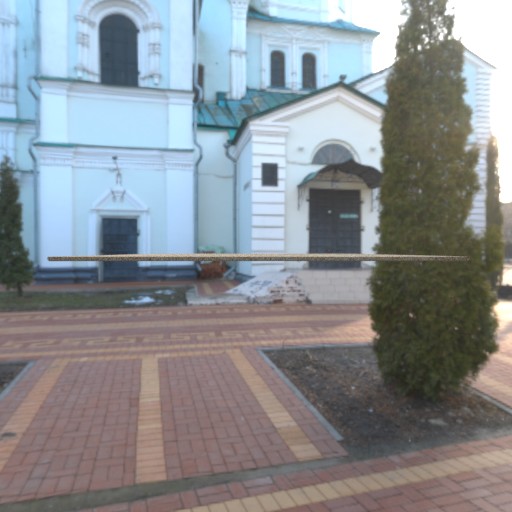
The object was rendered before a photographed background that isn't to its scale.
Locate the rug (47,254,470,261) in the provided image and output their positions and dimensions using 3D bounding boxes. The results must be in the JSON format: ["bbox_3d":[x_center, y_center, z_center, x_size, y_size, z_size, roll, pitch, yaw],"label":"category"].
[{"bbox_3d":[0.000,0.000,4.014,2.400,0.026,3.000,0,1,-1],"label":"rug"}]
